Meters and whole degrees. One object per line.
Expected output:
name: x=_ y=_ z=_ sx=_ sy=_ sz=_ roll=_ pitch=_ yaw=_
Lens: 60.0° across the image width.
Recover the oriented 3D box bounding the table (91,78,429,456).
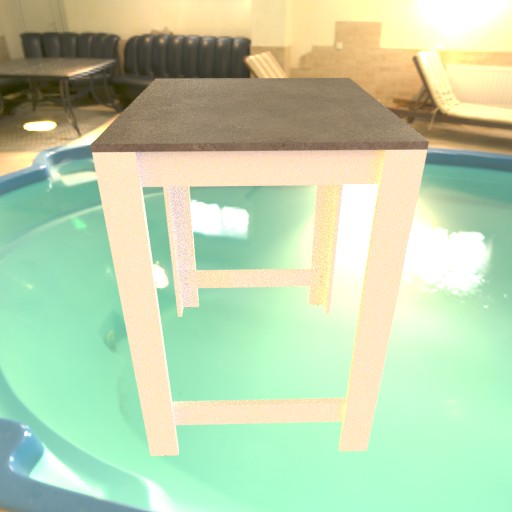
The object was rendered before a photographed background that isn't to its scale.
table: x=0.000 y=0.000 z=1.519 sx=0.700 sy=1.020 sz=0.800 roll=-1 pitch=31 yaw=-1
